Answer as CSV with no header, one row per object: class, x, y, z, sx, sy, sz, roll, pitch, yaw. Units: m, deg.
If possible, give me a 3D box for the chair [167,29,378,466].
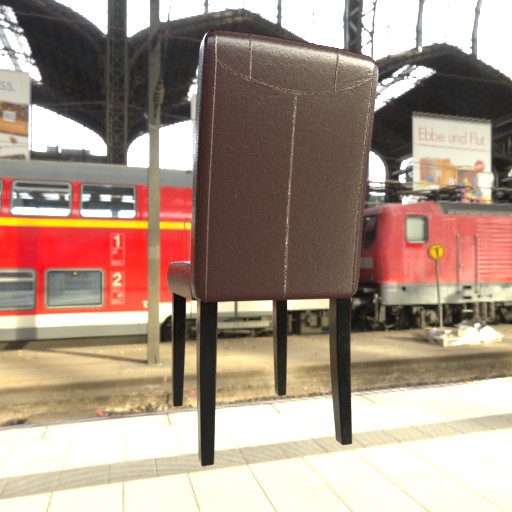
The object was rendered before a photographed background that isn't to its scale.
chair,0.000,0.000,1.171,0.399,0.897,0.556,0,-1,-19
